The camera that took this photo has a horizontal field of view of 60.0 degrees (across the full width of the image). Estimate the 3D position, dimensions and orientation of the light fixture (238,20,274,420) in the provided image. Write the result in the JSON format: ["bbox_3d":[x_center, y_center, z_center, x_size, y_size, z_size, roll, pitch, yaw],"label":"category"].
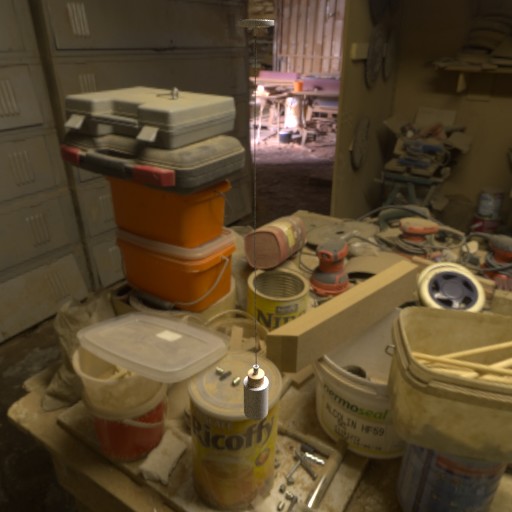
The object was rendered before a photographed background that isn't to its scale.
[{"bbox_3d":[0.000,0.000,1.915,0.125,1.798,0.125,17,31,31],"label":"light fixture"}]
